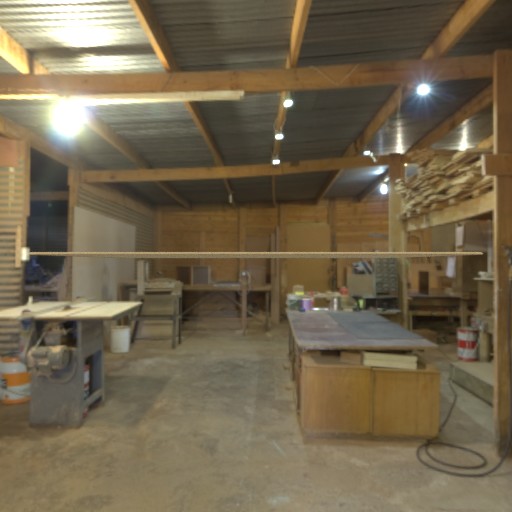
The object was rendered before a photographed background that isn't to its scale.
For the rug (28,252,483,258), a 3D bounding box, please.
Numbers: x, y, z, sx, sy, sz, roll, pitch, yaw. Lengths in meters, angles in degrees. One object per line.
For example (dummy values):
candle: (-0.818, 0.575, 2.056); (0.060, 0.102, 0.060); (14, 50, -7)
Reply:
rug: (0.000, 0.000, 2.800); (2.115, 0.013, 1.517); (0, -1, 1)
